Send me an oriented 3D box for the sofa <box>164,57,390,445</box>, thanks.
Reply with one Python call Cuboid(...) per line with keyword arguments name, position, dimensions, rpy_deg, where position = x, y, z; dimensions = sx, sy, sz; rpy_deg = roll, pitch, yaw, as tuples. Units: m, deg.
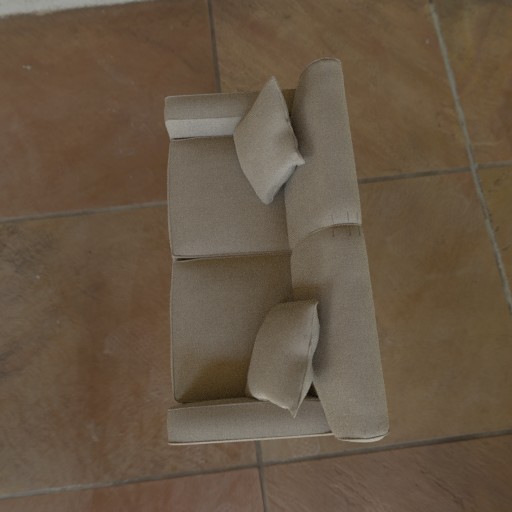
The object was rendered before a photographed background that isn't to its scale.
Cuboid(name="sofa", position=(0.000, 0.000, 2.418), dimensions=(0.998, 0.958, 1.846), rpy_deg=(-3, 75, -1))
